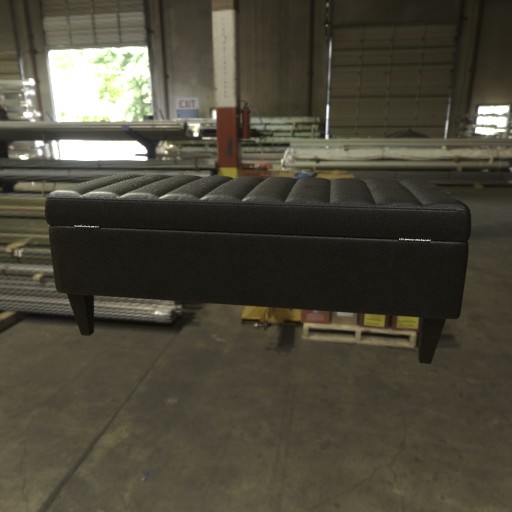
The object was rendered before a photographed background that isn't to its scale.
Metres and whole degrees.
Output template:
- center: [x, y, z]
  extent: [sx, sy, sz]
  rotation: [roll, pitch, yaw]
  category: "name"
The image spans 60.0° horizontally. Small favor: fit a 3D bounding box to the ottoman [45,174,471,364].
- center: [0.000, 0.000, 1.431]
  extent: [1.151, 0.469, 0.482]
  rotation: [3, 17, 9]
  category: "ottoman"
